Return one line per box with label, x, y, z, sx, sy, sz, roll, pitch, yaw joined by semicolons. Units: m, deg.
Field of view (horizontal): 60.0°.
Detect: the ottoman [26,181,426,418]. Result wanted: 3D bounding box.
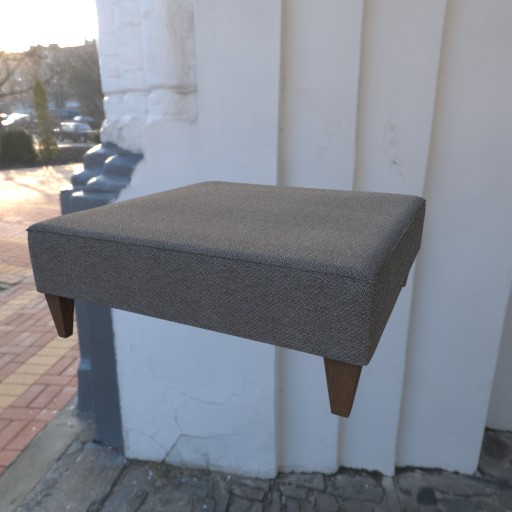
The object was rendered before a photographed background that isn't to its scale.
ottoman;0.000;0.000;1.487;0.970;0.378;0.981;8;19;24
